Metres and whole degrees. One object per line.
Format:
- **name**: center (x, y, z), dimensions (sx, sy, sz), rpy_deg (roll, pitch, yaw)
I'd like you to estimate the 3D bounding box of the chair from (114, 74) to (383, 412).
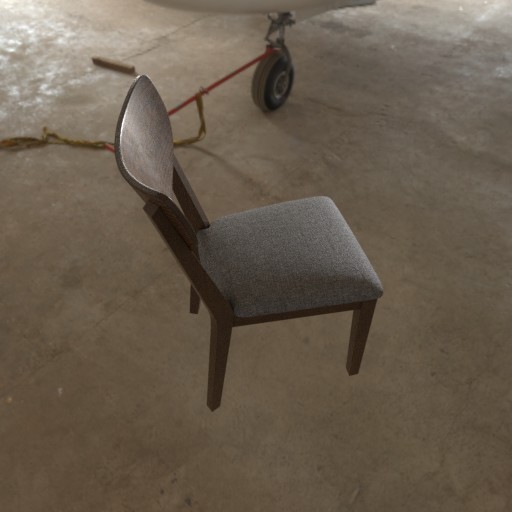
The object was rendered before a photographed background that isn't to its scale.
- **chair**: center (0.000, 0.000, 1.206), dimensions (0.583, 0.849, 0.491), rpy_deg (-10, 47, -10)
